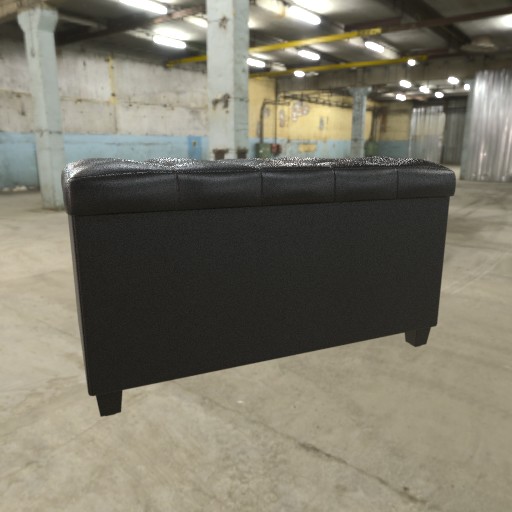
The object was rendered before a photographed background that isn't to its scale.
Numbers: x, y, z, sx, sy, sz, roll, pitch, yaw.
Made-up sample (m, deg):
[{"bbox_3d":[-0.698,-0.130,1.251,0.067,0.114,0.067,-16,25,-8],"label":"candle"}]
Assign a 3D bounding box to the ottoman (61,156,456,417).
[{"bbox_3d":[0.000,0.000,1.080,0.838,0.470,0.432,-6,14,-23],"label":"ottoman"}]
